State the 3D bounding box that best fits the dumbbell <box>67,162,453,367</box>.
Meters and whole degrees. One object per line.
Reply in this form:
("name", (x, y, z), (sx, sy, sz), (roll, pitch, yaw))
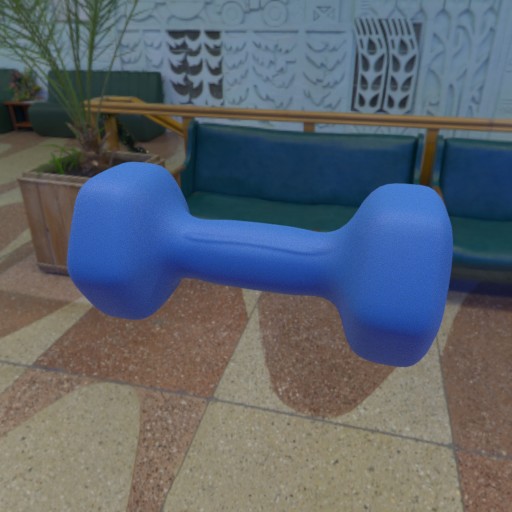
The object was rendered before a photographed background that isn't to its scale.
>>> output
("dumbbell", (0.000, 0.000, 0.265), (0.212, 0.093, 0.103), (8, 28, 14))
